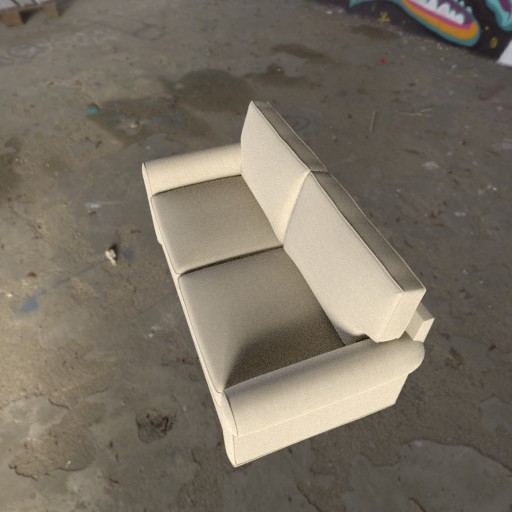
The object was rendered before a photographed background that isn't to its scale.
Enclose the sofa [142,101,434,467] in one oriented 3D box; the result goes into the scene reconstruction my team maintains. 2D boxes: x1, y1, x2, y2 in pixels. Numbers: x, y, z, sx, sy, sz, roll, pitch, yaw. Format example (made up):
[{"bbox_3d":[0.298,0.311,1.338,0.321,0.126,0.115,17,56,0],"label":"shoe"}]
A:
[{"bbox_3d":[0.000,0.000,2.310,0.861,0.933,1.774,-15,47,-14],"label":"sofa"}]
